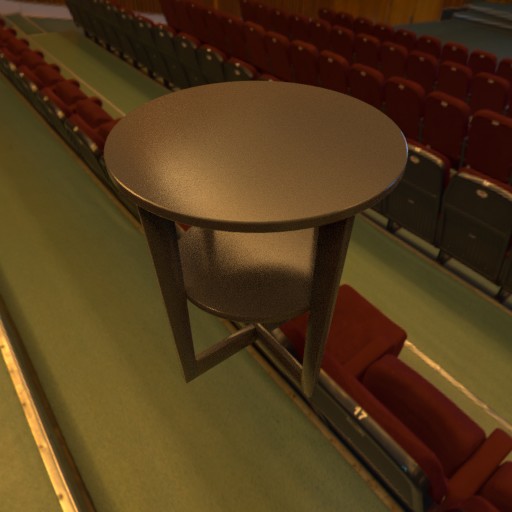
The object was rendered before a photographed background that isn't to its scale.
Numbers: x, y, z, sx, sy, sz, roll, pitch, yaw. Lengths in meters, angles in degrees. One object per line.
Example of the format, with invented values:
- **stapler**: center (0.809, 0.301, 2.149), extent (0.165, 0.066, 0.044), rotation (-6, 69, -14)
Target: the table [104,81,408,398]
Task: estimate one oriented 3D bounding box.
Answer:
- **table**: center (0.000, 0.000, 0.931), extent (0.500, 0.550, 0.500), rotation (0, 41, 0)
